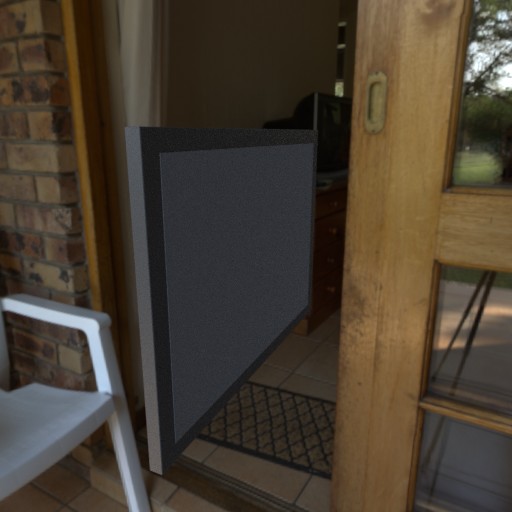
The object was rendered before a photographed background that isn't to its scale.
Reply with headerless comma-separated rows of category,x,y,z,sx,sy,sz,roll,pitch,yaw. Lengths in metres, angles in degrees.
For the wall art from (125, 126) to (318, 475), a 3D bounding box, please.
wall art,0.000,0.000,0.556,0.016,0.306,0.432,7,17,24
